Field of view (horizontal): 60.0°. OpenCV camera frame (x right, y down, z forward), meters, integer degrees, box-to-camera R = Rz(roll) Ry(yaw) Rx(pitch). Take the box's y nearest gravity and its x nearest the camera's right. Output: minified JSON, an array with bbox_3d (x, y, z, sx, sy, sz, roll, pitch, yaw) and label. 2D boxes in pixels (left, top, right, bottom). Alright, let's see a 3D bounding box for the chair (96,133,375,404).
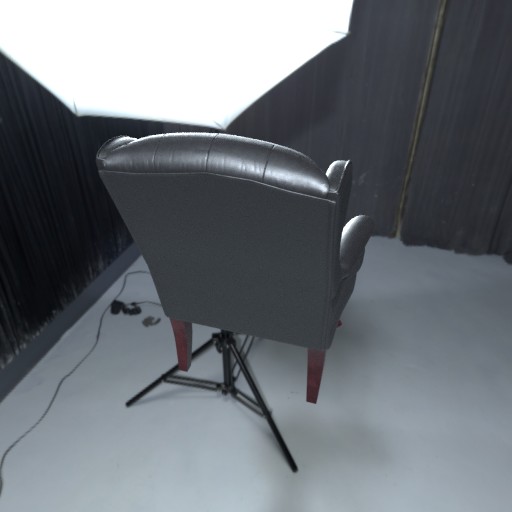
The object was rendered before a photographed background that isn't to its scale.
[{"bbox_3d":[0.000,0.000,1.701,0.831,1.133,0.822,10,34,15],"label":"chair"}]
